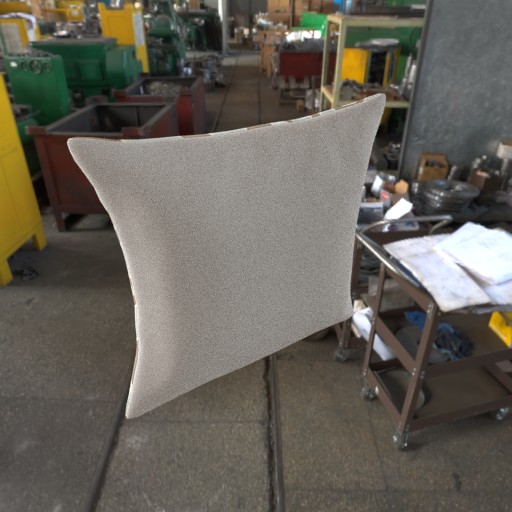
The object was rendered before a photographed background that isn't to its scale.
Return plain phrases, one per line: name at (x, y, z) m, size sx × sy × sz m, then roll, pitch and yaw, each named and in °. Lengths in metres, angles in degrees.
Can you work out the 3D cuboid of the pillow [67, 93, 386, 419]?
pillow at (0.000, 0.000, 0.796) m, size 0.552 × 0.508 × 0.166 m, roll -18°, pitch 35°, yaw -28°
